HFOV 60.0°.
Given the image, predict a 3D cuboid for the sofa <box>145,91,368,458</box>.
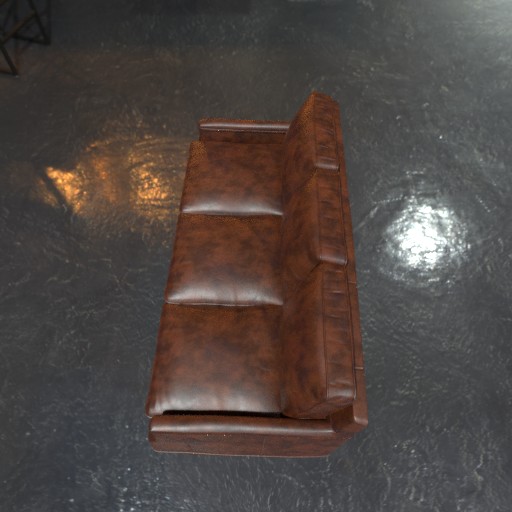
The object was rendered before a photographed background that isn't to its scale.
[{"bbox_3d":[0.000,0.000,2.802,1.084,1.003,2.240,2,57,1],"label":"sofa"}]
